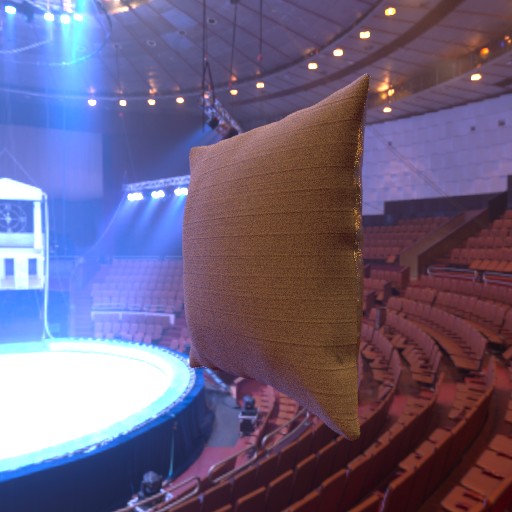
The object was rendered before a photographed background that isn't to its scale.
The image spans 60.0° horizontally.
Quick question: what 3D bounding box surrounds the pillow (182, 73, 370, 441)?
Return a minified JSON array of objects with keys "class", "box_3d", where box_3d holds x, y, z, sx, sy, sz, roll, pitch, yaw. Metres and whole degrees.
[{"class":"pillow","box_3d":[0.000,0.000,0.744,0.175,0.464,0.470,0,0,-36]}]
